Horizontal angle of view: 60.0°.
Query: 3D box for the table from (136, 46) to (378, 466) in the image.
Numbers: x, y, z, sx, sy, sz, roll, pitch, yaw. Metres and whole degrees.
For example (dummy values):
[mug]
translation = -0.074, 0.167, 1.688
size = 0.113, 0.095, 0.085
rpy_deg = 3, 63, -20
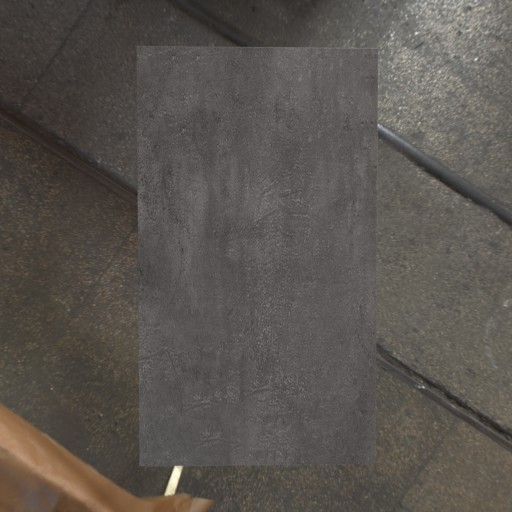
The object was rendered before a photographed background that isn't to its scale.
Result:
[table]
translation = 0.000, 0.000, 0.916
size = 0.400, 0.350, 0.700
rpy_deg = 0, 92, -1
